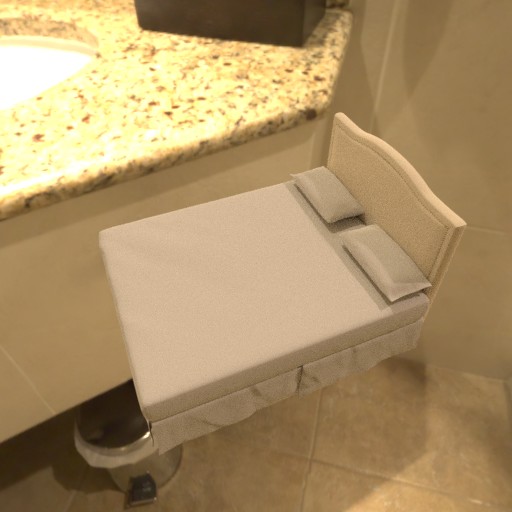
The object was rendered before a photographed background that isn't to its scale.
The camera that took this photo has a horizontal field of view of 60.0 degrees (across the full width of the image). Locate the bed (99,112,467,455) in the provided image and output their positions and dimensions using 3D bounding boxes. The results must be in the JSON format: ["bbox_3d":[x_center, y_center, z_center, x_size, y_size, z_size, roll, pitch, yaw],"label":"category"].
[{"bbox_3d":[0.000,0.000,3.719,2.477,1.437,1.977,-17,48,-16],"label":"bed"}]
